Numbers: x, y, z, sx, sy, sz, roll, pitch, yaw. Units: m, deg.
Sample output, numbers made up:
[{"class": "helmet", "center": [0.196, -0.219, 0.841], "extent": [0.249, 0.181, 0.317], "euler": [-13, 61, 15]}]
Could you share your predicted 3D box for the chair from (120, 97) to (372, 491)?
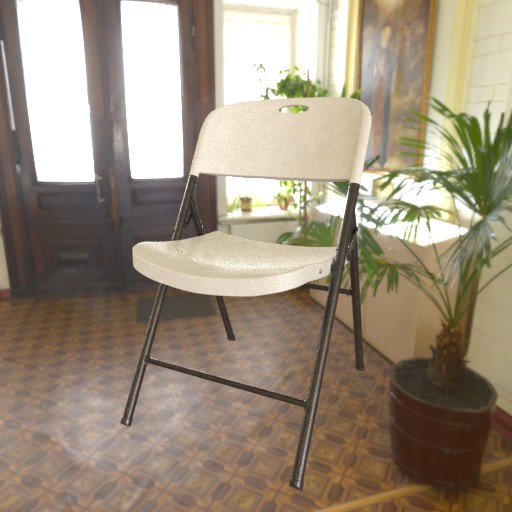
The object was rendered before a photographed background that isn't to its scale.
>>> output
[{"class": "chair", "center": [0.000, 0.000, 1.151], "extent": [0.494, 0.810, 0.566], "euler": [8, 17, 26]}]
